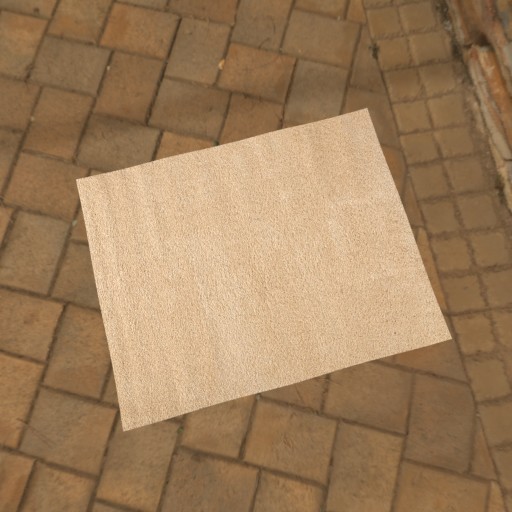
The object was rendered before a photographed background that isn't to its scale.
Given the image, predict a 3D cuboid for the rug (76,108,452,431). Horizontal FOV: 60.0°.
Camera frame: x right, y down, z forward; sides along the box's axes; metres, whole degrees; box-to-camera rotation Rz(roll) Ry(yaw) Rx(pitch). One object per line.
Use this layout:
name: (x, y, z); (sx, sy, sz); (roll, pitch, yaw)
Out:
rug: (0.000, 0.000, 4.167); (3.000, 0.025, 2.400); (-15, 77, -3)
